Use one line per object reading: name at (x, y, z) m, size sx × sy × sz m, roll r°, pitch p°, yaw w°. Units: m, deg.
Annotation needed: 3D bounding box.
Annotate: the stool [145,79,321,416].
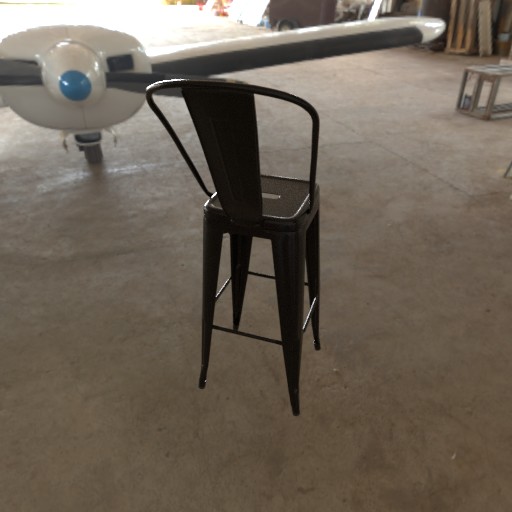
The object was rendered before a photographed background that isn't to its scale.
stool at (0.000, 0.000, 1.355) m, size 0.399 × 1.096 × 0.513 m, roll 11°, pitch 33°, yaw 16°
